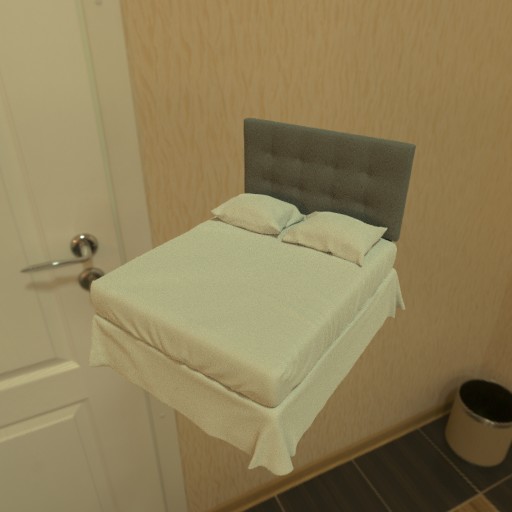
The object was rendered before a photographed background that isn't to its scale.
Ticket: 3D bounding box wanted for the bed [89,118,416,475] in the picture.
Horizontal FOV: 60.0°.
[{"bbox_3d":[0.000,0.000,3.505,1.936,1.577,2.222,19,35,30],"label":"bed"}]
